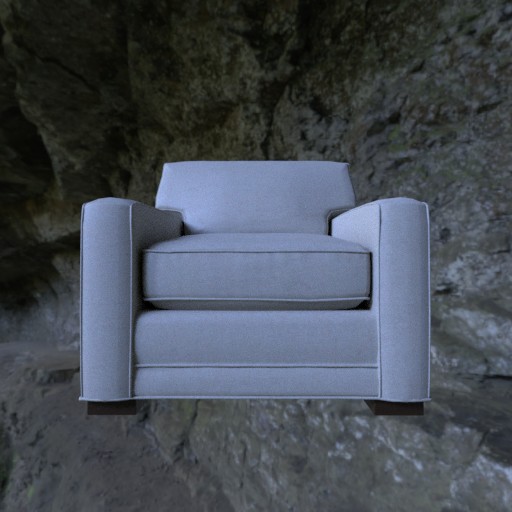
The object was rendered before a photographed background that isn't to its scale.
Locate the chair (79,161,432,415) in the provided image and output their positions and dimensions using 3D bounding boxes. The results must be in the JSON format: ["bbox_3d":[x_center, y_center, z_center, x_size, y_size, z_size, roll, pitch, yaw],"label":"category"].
[{"bbox_3d":[0.000,0.000,1.747,0.998,0.913,1.043,0,0,0],"label":"chair"}]
